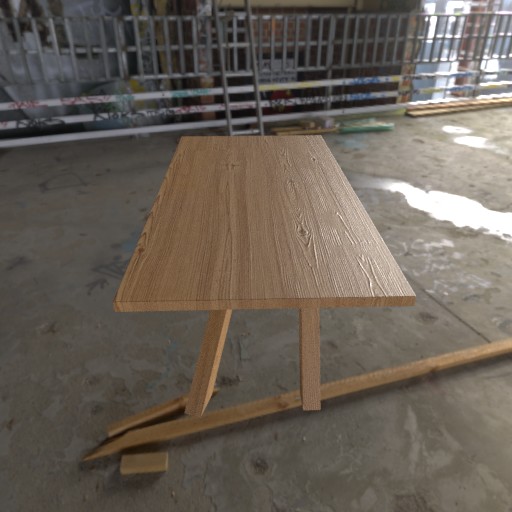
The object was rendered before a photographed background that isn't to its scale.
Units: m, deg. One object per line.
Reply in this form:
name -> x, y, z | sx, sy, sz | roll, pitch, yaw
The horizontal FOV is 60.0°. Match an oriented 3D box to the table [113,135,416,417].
table -> 0.000, 0.000, 2.276 | 0.901, 0.750, 1.797 | -1, 30, -2
